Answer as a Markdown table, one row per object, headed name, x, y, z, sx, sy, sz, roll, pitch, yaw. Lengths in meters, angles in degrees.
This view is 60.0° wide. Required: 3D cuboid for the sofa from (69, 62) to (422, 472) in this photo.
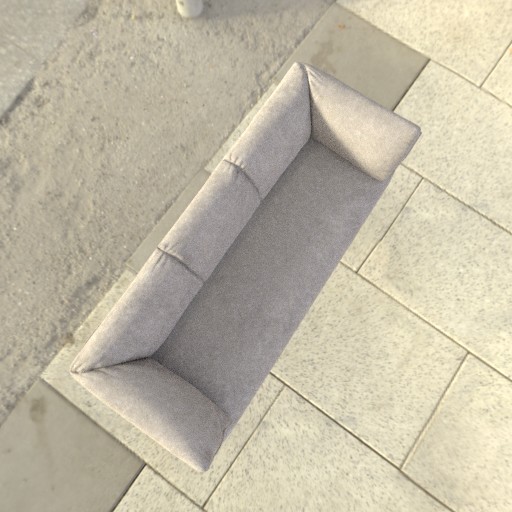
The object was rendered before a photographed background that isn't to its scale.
| name | x | y | z | sx | sy | sz | roll | pitch | yaw |
| --- | --- | --- | --- | --- | --- | --- | --- | --- | --- |
| sofa | 0.000 | 0.000 | 2.709 | 0.899 | 0.758 | 2.238 | 33 | 79 | 7 |
